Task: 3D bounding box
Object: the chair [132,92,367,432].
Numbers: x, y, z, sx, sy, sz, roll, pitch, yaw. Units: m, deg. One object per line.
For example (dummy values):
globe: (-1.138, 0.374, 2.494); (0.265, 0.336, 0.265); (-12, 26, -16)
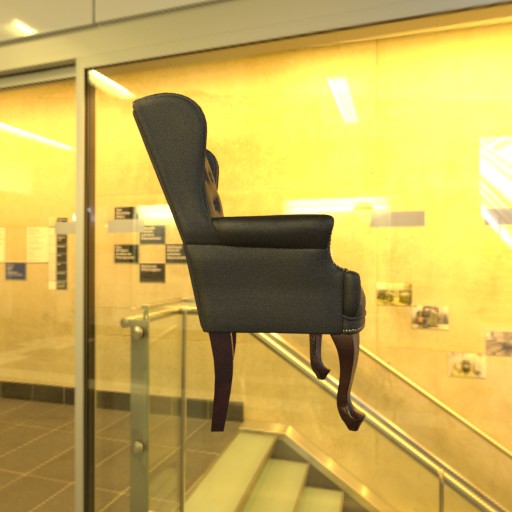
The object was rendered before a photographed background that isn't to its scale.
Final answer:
chair: (0.000, 0.000, 1.735); (0.822, 1.133, 0.831); (0, 0, -1)
